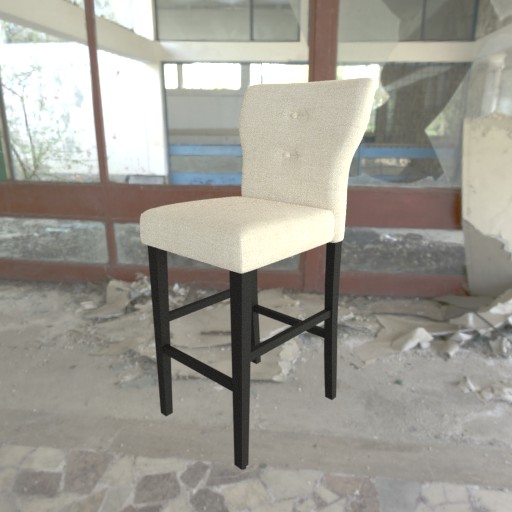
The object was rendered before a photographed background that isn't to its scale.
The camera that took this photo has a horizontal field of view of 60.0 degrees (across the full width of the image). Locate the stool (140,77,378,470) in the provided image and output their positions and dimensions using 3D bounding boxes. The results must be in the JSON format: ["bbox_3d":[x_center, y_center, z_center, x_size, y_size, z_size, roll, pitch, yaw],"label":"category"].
[{"bbox_3d":[0.000,0.000,1.475,0.516,1.124,0.603,15,22,40],"label":"stool"}]
